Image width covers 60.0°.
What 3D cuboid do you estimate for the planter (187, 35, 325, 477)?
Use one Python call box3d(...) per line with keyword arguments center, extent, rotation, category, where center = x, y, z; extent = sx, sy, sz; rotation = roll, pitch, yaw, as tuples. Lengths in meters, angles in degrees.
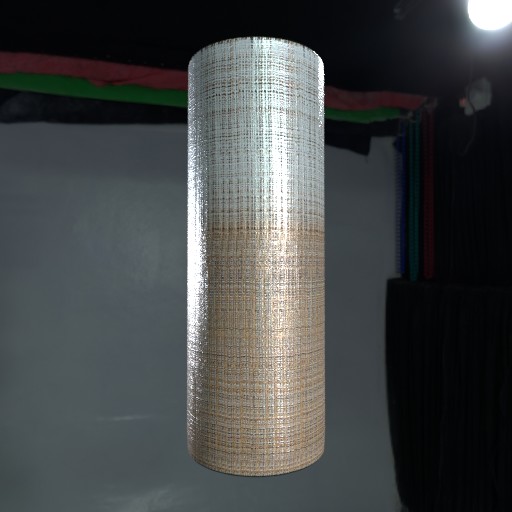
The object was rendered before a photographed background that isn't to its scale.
box3d(center=(0.000, 0.000, 0.325), extent=(0.099, 0.278, 0.099), rotation=(0, -1, -18), category="planter")
